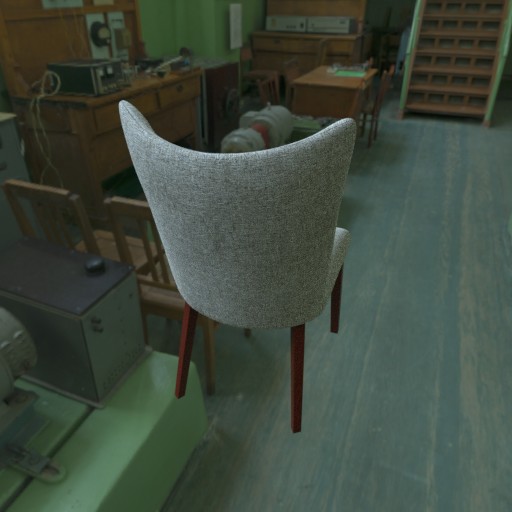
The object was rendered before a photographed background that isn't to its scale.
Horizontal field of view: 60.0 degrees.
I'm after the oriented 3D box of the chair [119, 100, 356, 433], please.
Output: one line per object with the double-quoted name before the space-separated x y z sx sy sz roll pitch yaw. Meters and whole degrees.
"chair" 0.000 0.000 1.307 0.535 0.924 0.623 10 33 17
